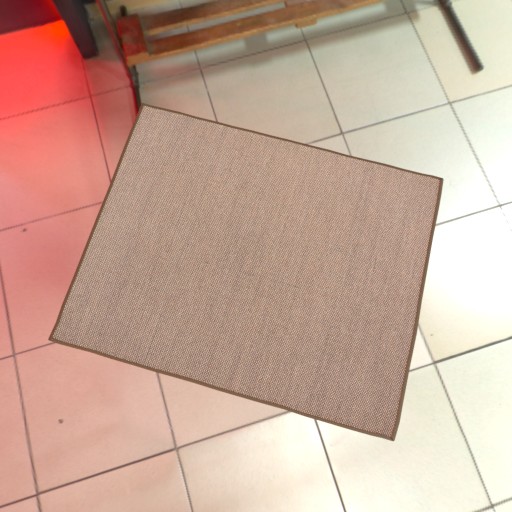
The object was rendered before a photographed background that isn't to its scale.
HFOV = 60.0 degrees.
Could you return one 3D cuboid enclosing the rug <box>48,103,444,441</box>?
[{"bbox_3d":[0.000,0.000,3.993,3.041,0.020,2.413,15,76,4],"label":"rug"}]
